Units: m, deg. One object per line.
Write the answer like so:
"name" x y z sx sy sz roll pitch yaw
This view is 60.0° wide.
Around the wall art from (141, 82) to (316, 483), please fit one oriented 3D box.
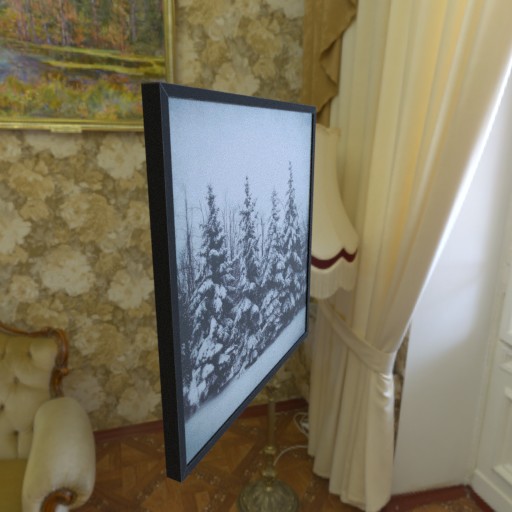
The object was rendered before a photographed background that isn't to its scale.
"wall art" 0.000 0.000 1.133 0.037 0.761 0.761 7 17 25
